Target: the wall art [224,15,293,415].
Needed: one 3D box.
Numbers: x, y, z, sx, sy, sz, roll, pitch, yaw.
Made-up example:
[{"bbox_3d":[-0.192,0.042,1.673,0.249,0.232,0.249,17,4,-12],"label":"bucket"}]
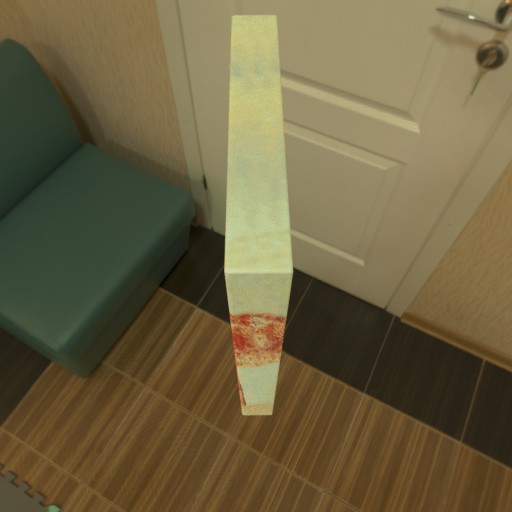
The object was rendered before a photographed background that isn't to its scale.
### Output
[{"bbox_3d":[0.000,0.000,0.475,0.039,0.380,0.251,-1,59,0],"label":"wall art"}]
